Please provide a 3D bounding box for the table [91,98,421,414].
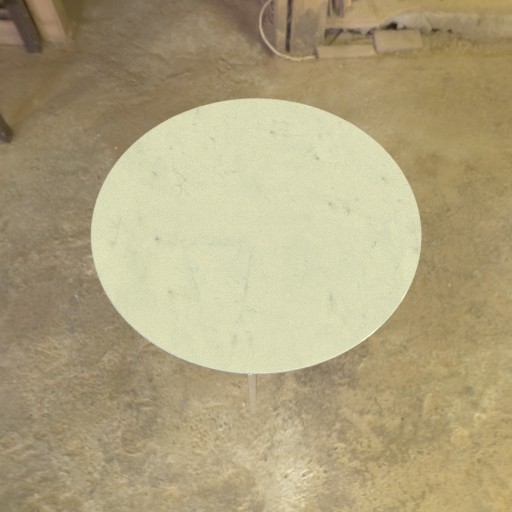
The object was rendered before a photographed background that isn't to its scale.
[{"bbox_3d":[0.000,0.000,1.284,0.800,0.450,0.800,0,60,0],"label":"table"}]
